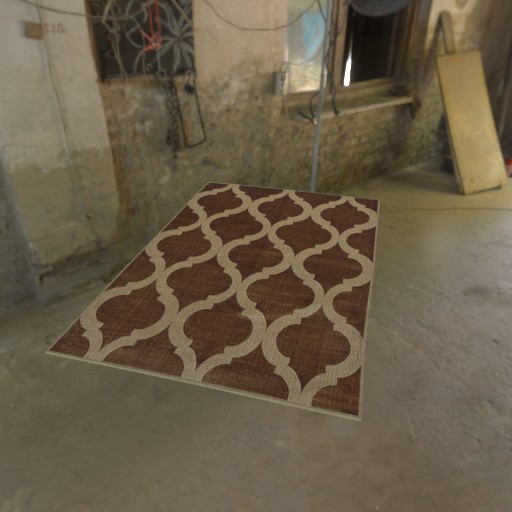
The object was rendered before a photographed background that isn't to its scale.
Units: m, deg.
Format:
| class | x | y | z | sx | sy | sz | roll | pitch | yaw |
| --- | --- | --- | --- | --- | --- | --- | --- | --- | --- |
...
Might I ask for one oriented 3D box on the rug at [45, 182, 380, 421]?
| class | x | y | z | sx | sy | sz | roll | pitch | yaw |
| --- | --- | --- | --- | --- | --- | --- | --- | --- | --- |
| rug | 0.000 | 0.000 | 2.931 | 1.526 | 0.014 | 2.290 | 8 | 32 | 13 |
